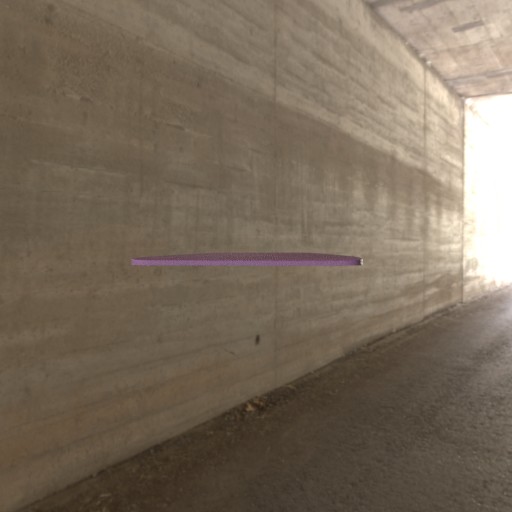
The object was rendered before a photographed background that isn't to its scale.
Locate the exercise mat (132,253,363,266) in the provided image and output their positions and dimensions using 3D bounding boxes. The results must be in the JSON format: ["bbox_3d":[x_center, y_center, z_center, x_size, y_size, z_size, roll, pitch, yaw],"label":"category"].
[{"bbox_3d":[0.000,0.000,2.054,0.616,0.021,1.869,0,1,2],"label":"exercise mat"}]
